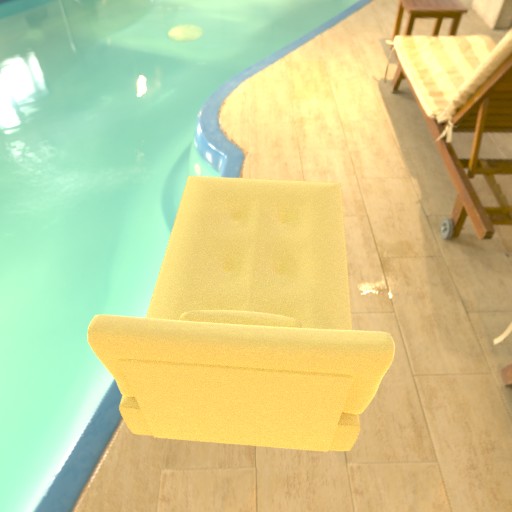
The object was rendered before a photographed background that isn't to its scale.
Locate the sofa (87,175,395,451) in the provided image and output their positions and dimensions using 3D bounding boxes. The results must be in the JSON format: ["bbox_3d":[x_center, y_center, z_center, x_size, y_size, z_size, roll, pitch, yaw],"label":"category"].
[{"bbox_3d":[0.000,0.000,2.031,0.930,0.820,1.450,3,47,3],"label":"sofa"}]
